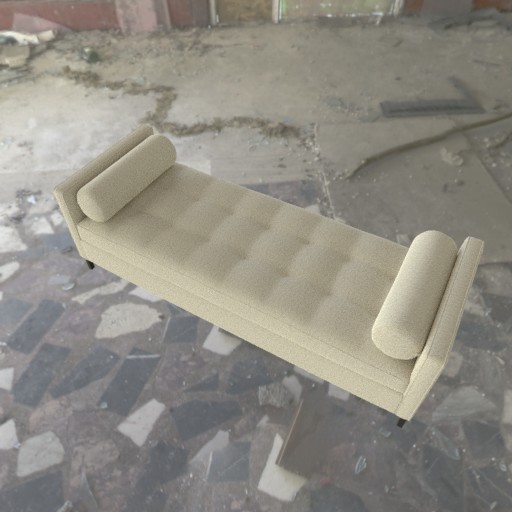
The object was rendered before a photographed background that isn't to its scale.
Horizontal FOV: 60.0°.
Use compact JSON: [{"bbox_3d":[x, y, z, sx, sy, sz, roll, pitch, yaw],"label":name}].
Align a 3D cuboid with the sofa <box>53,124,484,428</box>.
[{"bbox_3d":[0.000,0.000,2.338,1.985,0.641,0.746,23,52,20],"label":"sofa"}]
